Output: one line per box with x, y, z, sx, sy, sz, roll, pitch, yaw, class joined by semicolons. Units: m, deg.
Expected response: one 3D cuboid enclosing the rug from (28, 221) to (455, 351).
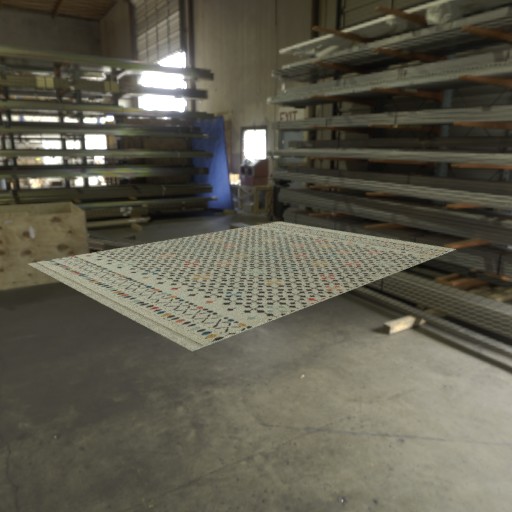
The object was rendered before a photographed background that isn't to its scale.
0.000;0.000;4.079;3.196;0.007;2.354;-13;19;-43;rug
